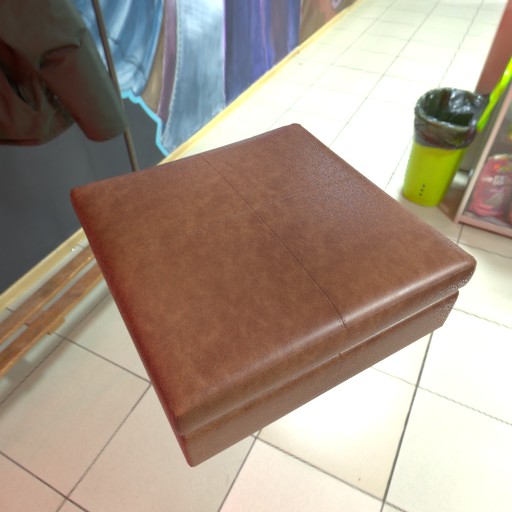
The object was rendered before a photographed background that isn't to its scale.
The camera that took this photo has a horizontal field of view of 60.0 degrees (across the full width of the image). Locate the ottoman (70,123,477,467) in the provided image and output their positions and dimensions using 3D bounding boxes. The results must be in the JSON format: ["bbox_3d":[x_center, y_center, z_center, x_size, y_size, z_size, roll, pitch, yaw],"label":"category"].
[{"bbox_3d":[0.000,0.000,1.837,1.169,0.483,1.168,-22,49,-21],"label":"ottoman"}]
